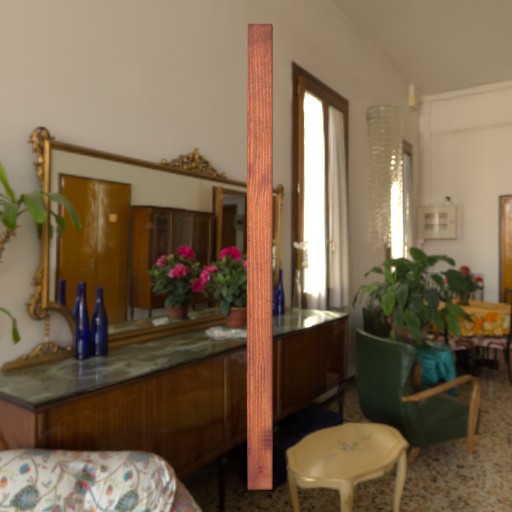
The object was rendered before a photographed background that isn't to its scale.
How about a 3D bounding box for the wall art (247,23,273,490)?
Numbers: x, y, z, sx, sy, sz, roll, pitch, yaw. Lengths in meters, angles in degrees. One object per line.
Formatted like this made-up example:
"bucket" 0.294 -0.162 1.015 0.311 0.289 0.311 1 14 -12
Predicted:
"wall art" 0.000 0.000 0.760 0.030 0.558 0.462 0 1 -1
